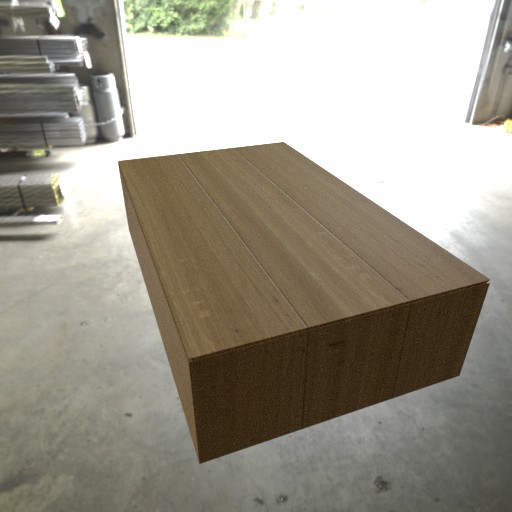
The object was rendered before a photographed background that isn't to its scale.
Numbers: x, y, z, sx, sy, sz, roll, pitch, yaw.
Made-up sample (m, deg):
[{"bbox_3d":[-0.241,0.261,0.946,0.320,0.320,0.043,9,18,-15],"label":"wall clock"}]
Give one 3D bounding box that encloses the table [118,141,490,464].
[{"bbox_3d":[0.000,0.000,1.402,0.678,0.353,1.110,-11,33,-18],"label":"table"}]
